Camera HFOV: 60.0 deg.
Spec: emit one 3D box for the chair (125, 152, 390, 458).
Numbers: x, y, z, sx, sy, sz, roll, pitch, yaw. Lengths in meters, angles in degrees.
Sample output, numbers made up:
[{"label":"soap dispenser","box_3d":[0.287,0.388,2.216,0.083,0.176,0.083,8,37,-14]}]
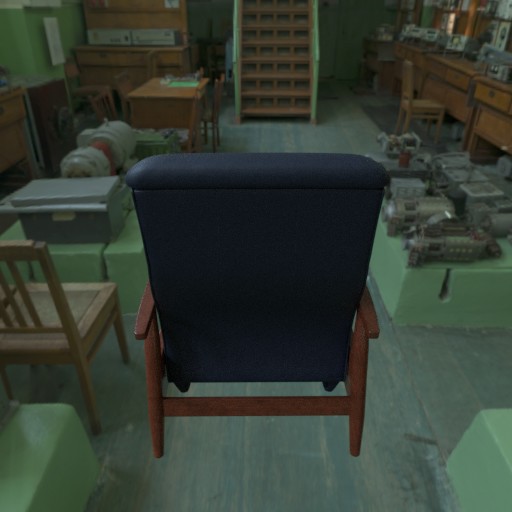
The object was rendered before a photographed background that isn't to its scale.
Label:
[{"label":"chair","box_3d":[0.000,0.000,1.721,0.762,1.082,1.014,0,30,0]}]
